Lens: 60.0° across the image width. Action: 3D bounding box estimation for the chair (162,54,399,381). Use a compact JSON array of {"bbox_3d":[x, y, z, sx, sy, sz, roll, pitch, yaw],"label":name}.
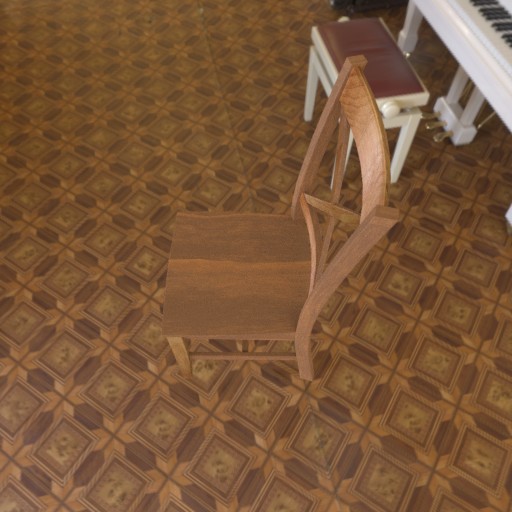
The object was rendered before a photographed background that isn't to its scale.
[{"bbox_3d":[0.000,0.000,1.313,0.542,0.983,0.485,0,57,0],"label":"chair"}]
